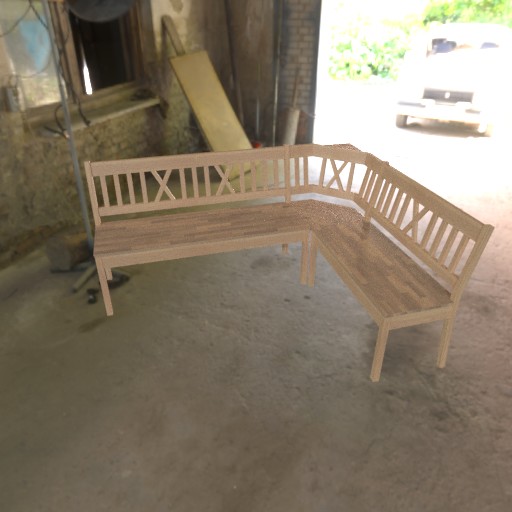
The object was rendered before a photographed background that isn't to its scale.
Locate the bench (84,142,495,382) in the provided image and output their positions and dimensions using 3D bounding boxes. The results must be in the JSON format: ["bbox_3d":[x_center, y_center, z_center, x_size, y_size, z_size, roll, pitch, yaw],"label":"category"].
[{"bbox_3d":[0.000,0.000,2.755,1.937,0.902,1.537,-8,32,-13],"label":"bench"}]
